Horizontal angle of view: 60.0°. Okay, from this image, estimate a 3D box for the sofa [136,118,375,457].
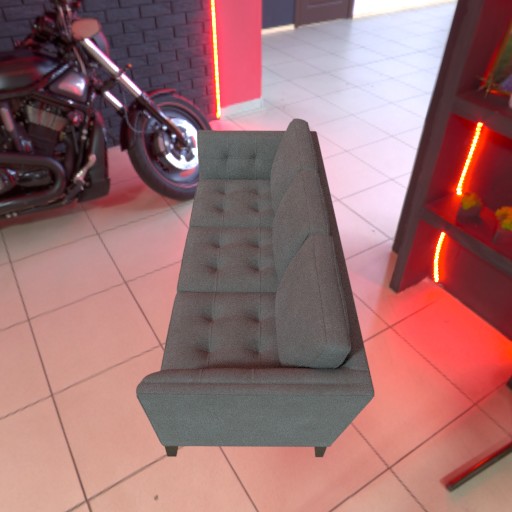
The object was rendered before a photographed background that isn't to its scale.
[{"bbox_3d":[0.000,0.000,2.860,0.965,0.940,2.387,0,41,0],"label":"sofa"}]
